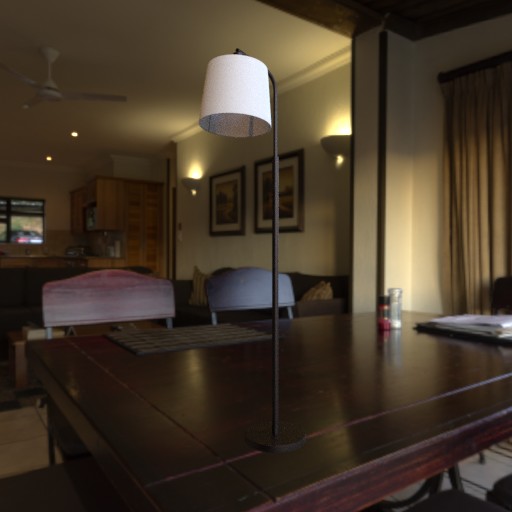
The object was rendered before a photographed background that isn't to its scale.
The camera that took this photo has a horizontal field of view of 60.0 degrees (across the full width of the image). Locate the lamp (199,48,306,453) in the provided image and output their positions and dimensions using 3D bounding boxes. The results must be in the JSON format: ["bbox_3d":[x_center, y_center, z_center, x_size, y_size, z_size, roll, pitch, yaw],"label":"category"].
[{"bbox_3d":[0.000,0.000,1.672,0.254,1.478,0.508,0,1,36],"label":"lamp"}]
